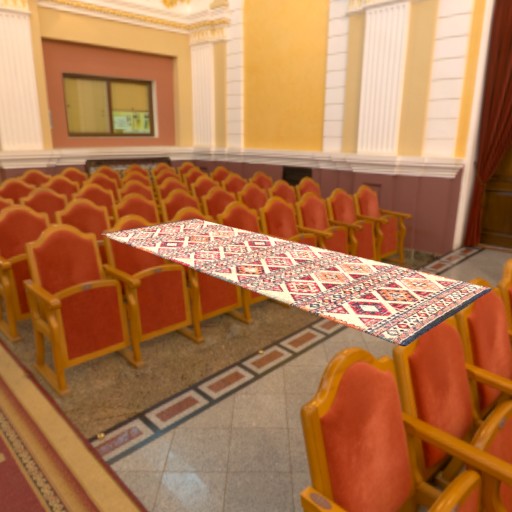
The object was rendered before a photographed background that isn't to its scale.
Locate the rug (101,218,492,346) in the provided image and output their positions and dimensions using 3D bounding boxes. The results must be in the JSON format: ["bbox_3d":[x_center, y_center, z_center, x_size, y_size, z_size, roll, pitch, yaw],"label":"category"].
[{"bbox_3d":[0.000,0.000,2.628,0.832,0.008,2.362,-15,22,-42],"label":"rug"}]
